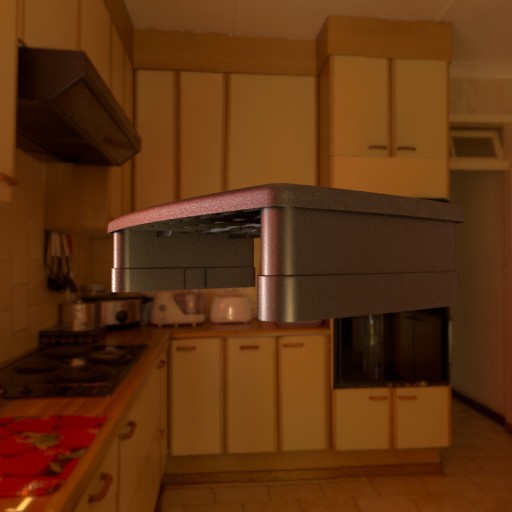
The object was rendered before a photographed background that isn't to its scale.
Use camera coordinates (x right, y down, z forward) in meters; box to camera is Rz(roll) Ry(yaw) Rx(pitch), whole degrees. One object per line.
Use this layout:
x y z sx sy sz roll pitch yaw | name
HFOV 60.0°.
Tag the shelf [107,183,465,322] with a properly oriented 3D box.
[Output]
0.000 0.000 0.534 0.280 0.100 0.410 0 -1 -35 | shelf
